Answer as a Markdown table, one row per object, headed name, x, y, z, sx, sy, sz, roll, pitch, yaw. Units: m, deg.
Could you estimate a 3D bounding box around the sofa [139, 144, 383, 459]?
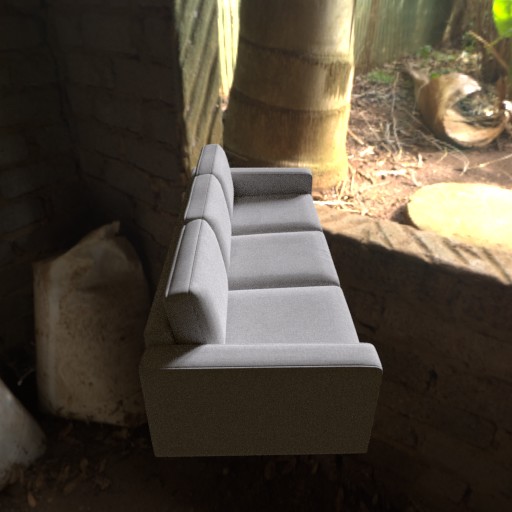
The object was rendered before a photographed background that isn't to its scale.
| name | x | y | z | sx | sy | sz | roll | pitch | yaw |
| --- | --- | --- | --- | --- | --- | --- | --- | --- | --- |
| sofa | 0.000 | 0.000 | 2.567 | 0.900 | 0.800 | 2.120 | -1 | 31 | -1 |
